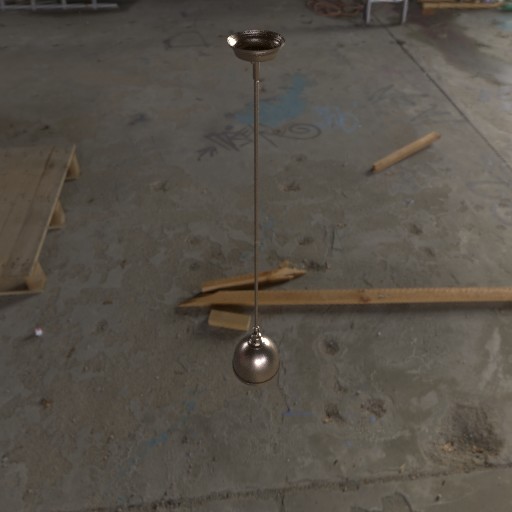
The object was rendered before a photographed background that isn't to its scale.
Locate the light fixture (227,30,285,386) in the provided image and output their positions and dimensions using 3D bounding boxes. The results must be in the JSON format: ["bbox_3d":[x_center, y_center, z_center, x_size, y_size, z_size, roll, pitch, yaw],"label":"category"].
[{"bbox_3d":[0.000,0.000,1.476,0.211,1.367,0.217,10,46,10],"label":"light fixture"}]
